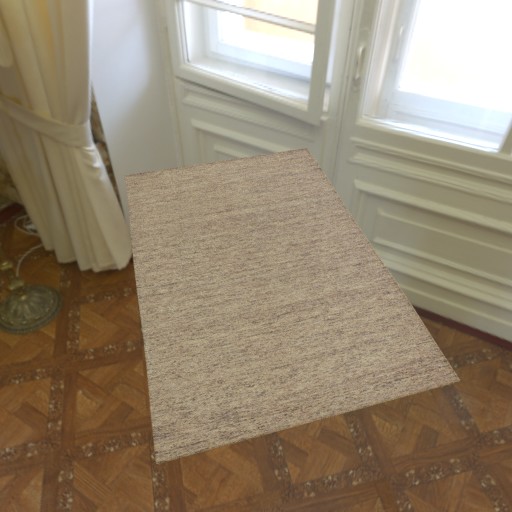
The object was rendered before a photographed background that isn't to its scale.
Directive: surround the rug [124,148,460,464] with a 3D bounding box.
[{"bbox_3d":[0.000,0.000,2.889,1.547,0.013,2.283,-11,46,-11],"label":"rug"}]
